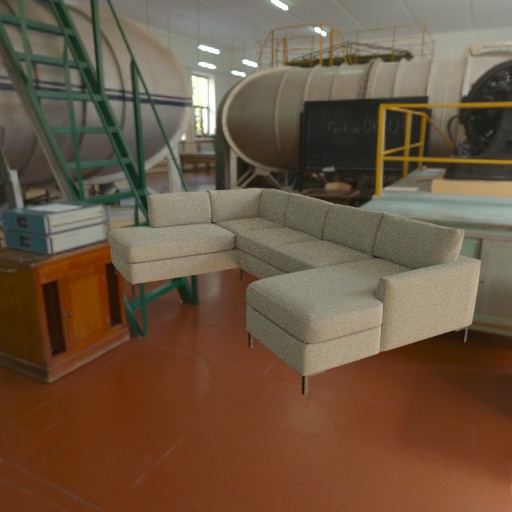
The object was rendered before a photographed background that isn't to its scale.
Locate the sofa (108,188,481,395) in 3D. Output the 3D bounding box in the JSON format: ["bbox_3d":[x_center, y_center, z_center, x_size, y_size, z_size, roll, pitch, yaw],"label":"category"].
[{"bbox_3d":[0.000,0.000,3.901,1.989,0.862,2.984,-8,18,-28],"label":"sofa"}]
